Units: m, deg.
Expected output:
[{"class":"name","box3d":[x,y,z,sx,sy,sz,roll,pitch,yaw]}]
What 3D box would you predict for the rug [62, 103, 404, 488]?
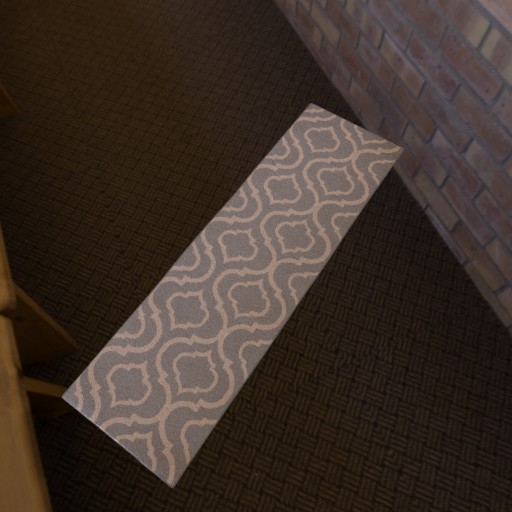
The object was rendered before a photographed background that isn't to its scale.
[{"class":"rug","box3d":[0.000,0.000,2.434,0.684,0.009,2.275,32,68,14]}]
